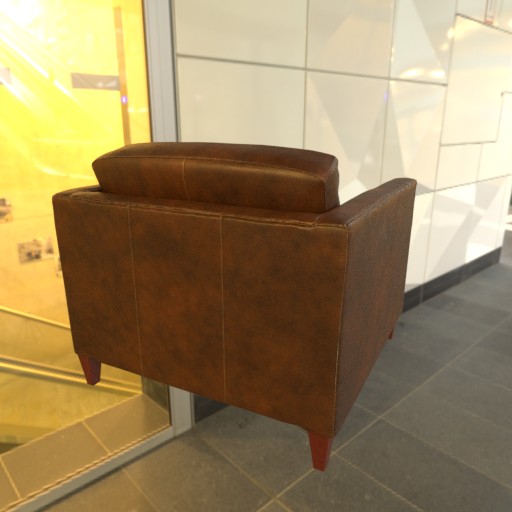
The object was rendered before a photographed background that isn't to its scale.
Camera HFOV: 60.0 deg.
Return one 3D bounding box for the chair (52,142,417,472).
[{"bbox_3d":[0.000,0.000,1.688,0.990,0.864,0.975,9,19,27],"label":"chair"}]
